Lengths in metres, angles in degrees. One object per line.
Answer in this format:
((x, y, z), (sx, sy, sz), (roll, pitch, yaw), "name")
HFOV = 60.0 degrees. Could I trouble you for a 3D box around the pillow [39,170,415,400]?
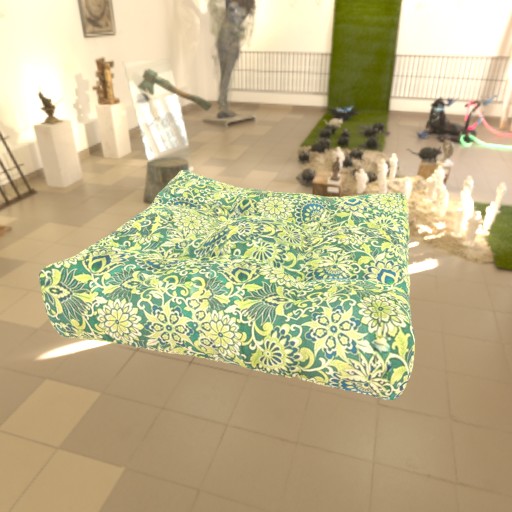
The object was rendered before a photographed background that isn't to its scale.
((0.000, 0.000, 0.734), (0.490, 0.128, 0.468), (8, 30, 14), "pillow")
